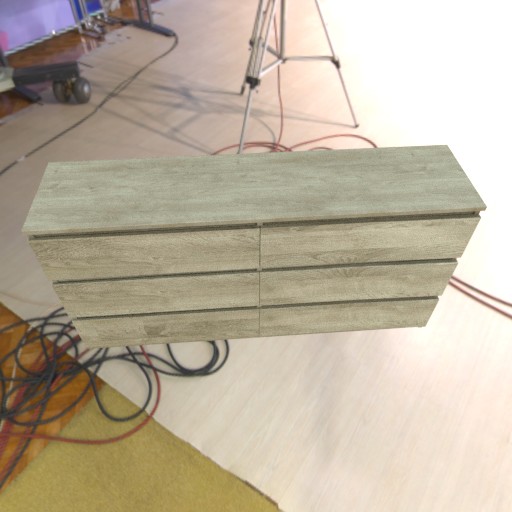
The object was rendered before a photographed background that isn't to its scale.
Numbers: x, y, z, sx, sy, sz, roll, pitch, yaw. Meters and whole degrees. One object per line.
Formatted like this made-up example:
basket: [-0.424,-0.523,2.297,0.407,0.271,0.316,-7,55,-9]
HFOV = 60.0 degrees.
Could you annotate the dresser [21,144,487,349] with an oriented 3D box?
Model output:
dresser: [0.000,0.000,1.925,1.590,0.795,0.390,-3,48,-3]
